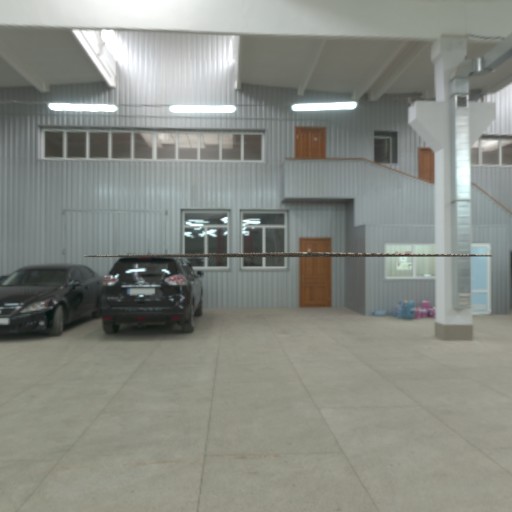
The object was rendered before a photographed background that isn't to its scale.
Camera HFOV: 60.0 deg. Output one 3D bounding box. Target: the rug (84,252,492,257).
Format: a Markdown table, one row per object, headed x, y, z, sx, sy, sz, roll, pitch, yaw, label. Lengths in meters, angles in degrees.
| x | y | z | sx | sy | sz | roll | pitch | yaw | label |
| --- | --- | --- | --- | --- | --- | --- | --- | --- | --- |
| 0.000 | 0.000 | 3.008 | 1.517 | 0.011 | 2.435 | 0 | 0 | -39 | rug |
